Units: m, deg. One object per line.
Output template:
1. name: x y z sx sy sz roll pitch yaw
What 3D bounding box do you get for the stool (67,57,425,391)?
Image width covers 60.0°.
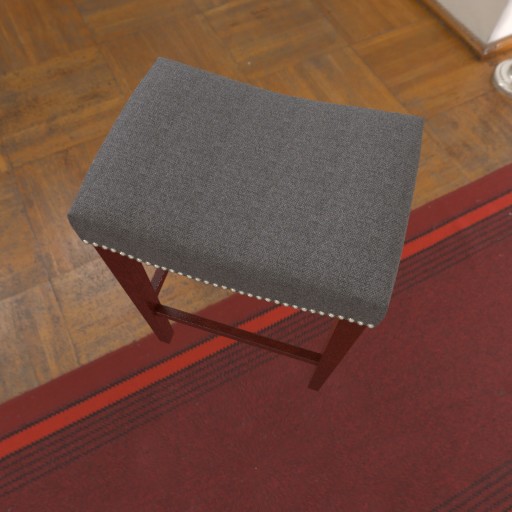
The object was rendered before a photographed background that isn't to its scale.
1. stool: 0.000 0.000 1.018 0.504 0.742 0.372 16 65 7
